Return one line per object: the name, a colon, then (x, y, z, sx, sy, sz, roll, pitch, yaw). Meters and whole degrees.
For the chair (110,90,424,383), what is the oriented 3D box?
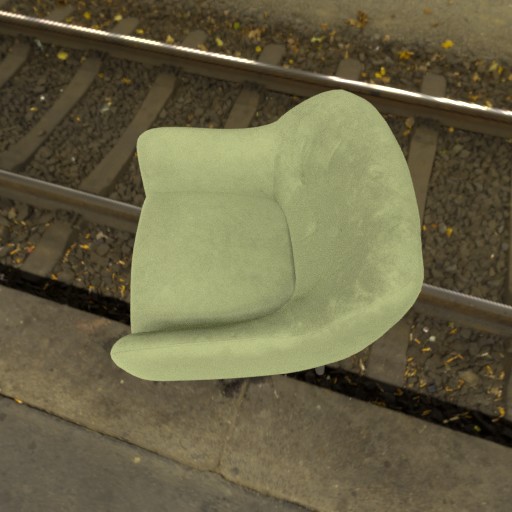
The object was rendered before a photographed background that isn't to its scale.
chair: (0.000, 0.000, 1.482, 0.819, 0.804, 0.840, -3, 58, -2)
